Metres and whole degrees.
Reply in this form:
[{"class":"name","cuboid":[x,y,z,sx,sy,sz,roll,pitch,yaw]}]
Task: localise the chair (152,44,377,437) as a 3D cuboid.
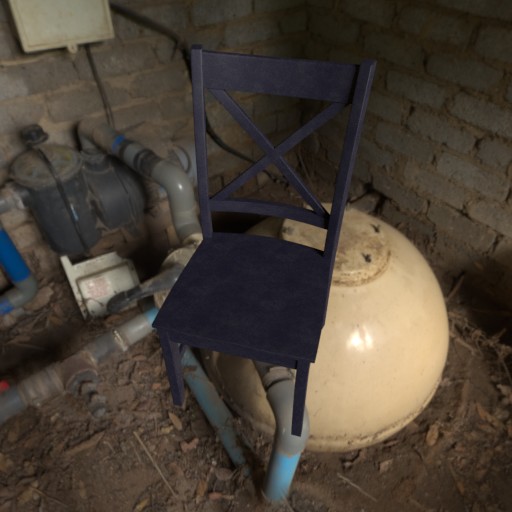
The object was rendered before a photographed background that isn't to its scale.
[{"class":"chair","cuboid":[0.000,0.000,1.293,0.485,0.983,0.542,10,43,11]}]
